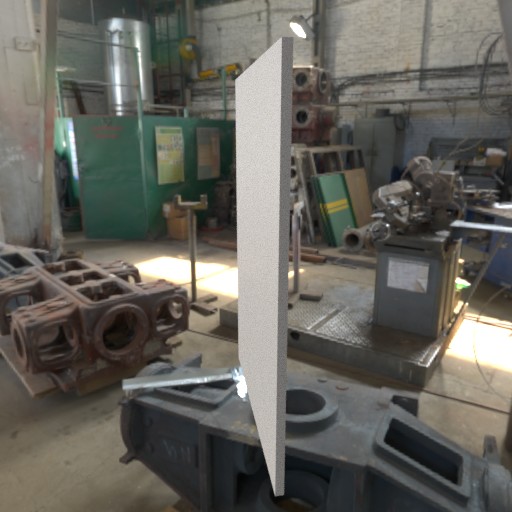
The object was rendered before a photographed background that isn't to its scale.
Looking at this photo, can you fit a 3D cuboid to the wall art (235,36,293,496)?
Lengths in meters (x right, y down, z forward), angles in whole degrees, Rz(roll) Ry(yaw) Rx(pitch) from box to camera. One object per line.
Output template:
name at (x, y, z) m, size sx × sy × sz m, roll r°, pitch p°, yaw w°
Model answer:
wall art at (0.000, 0.000, 0.592) m, size 0.010 × 0.474 × 0.325 m, roll -3°, pitch 16°, yaw -9°
